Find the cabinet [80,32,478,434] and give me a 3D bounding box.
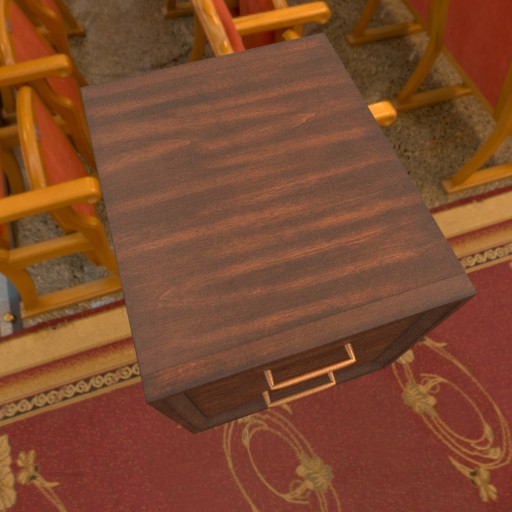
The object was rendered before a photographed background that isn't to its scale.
[{"bbox_3d":[0.000,0.000,0.803,0.402,0.455,0.500,-16,65,-8],"label":"cabinet"}]
